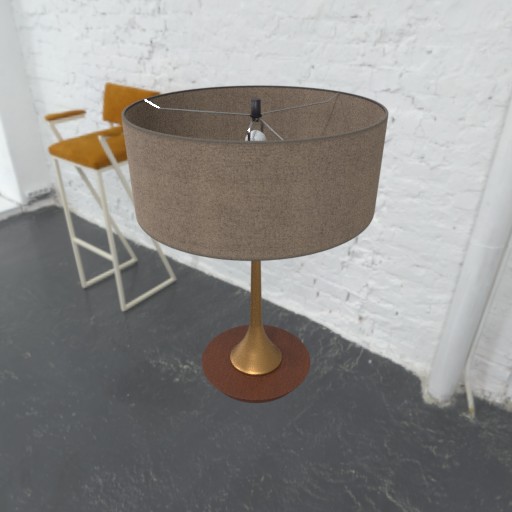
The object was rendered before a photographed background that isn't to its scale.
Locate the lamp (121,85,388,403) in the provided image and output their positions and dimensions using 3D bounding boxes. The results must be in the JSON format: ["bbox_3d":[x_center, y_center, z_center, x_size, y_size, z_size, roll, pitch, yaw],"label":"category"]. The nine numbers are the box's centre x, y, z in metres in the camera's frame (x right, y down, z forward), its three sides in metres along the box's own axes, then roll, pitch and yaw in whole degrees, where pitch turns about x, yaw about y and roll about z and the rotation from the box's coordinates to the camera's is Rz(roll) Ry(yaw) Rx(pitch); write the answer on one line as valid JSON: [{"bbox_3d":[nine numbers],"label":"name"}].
[{"bbox_3d":[0.000,0.000,0.813,0.396,0.551,0.417,8,30,15],"label":"lamp"}]
